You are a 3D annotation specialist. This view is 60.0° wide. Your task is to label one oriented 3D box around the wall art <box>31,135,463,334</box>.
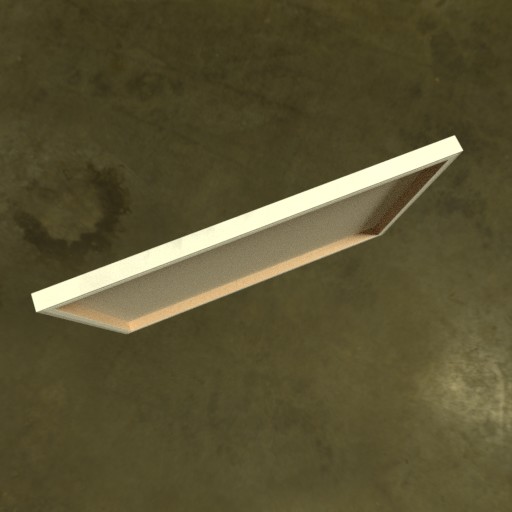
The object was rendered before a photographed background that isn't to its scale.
[{"bbox_3d":[0.000,0.000,1.185,0.915,0.610,0.038,-21,77,-5],"label":"wall art"}]
